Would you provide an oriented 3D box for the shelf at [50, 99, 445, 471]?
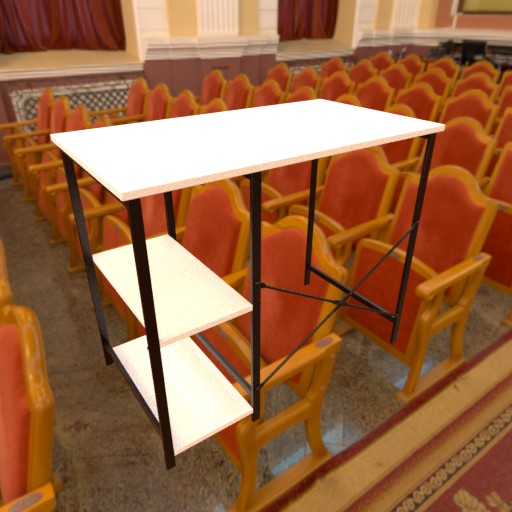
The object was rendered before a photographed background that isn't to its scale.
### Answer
[{"bbox_3d":[0.000,0.000,1.331,0.902,0.750,0.498,-19,34,-30],"label":"shelf"}]
